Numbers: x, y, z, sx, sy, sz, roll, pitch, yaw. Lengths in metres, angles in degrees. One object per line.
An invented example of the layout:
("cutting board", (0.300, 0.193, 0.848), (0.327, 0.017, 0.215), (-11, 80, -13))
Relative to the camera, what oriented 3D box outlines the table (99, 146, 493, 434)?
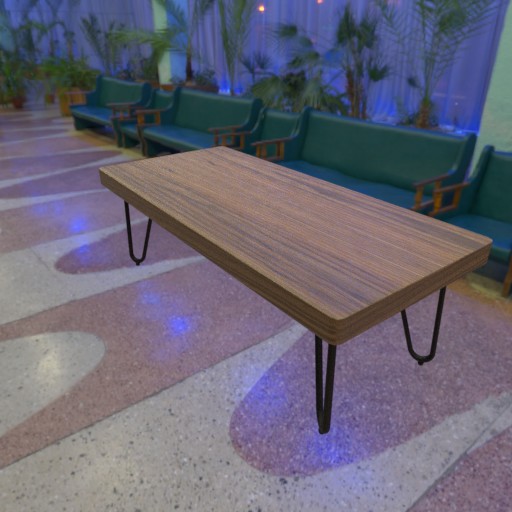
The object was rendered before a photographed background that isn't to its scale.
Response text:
("table", (0.000, 0.000, 1.655), (0.637, 0.468, 1.375), (-19, 33, -33))
